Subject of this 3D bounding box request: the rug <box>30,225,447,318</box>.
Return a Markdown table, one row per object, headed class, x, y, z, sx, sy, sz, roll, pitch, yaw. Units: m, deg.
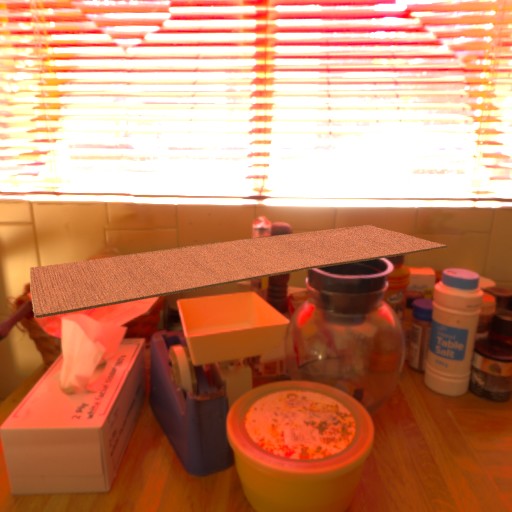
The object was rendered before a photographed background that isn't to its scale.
| class | x | y | z | sx | sy | sz | roll | pitch | yaw |
| --- | --- | --- | --- | --- | --- | --- | --- | --- | --- |
| rug | 0.000 | 0.000 | 2.536 | 2.320 | 0.032 | 0.692 | -8 | 18 | -26 |
